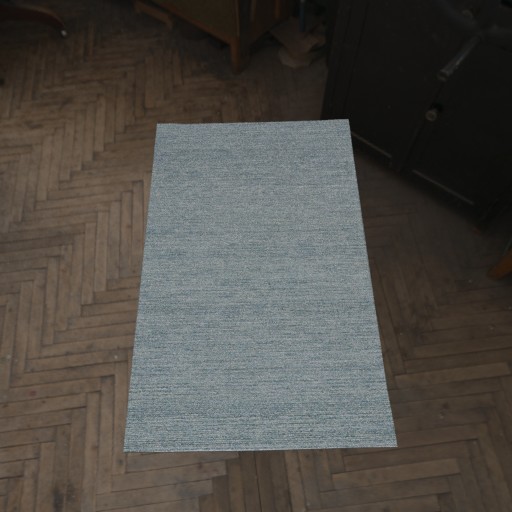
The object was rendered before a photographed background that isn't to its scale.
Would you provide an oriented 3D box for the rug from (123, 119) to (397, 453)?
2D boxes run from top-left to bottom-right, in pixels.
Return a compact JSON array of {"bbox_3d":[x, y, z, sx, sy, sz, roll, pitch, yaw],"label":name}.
[{"bbox_3d":[0.000,0.000,2.298,1.174,0.022,1.853,-1,63,0],"label":"rug"}]
